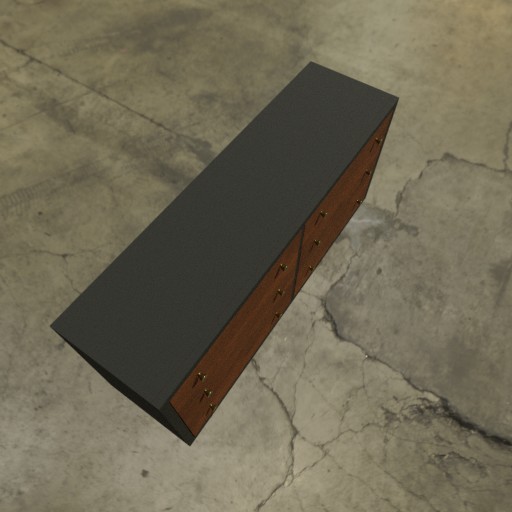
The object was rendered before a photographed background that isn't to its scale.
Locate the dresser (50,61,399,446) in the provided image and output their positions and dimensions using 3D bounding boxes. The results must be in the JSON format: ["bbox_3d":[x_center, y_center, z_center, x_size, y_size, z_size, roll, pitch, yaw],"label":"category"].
[{"bbox_3d":[0.000,0.000,1.990,0.463,0.872,1.558,30,63,17],"label":"dresser"}]
